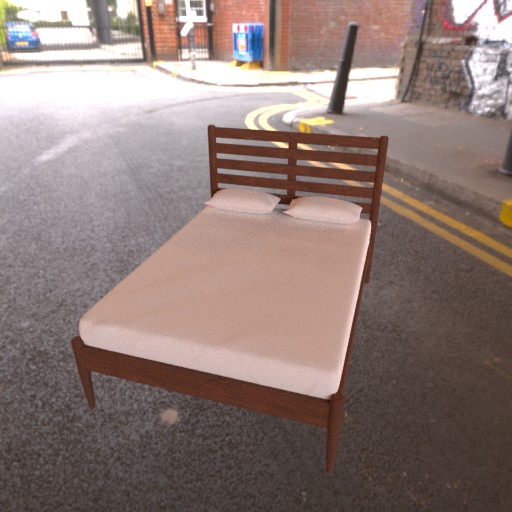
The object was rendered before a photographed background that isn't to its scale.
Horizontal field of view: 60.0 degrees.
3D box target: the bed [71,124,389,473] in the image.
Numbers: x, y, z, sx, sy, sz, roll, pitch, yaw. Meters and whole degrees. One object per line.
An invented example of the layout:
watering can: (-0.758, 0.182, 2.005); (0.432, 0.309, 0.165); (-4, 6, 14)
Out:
bed: (0.000, 0.000, 3.060); (1.509, 1.304, 2.093); (8, 29, 15)
